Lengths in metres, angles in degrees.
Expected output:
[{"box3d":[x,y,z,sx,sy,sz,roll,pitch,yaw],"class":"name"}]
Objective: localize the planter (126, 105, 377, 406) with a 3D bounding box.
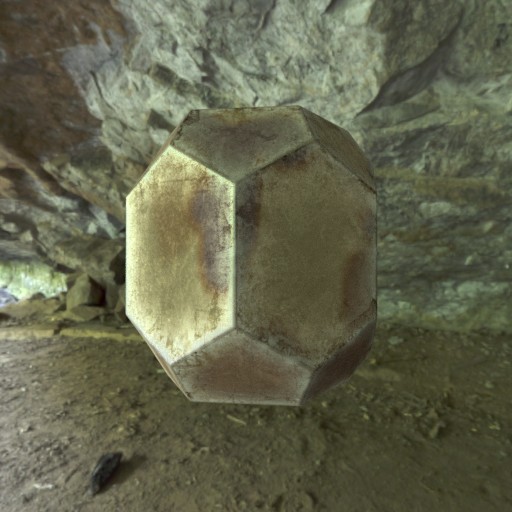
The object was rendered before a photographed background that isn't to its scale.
[{"box3d":[0.000,0.000,0.429,0.243,0.238,0.221,0,0,37],"class":"planter"}]
